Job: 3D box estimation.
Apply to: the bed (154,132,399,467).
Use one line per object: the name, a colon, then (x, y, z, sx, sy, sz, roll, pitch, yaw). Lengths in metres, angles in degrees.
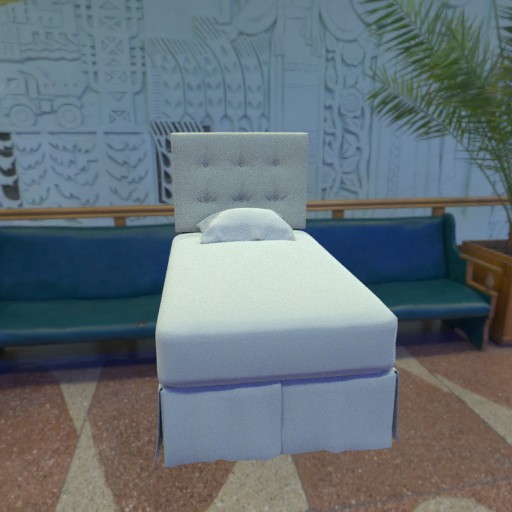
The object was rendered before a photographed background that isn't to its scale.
bed: (0.000, 0.000, 2.946, 1.261, 1.571, 1.997, -2, 16, -7)
